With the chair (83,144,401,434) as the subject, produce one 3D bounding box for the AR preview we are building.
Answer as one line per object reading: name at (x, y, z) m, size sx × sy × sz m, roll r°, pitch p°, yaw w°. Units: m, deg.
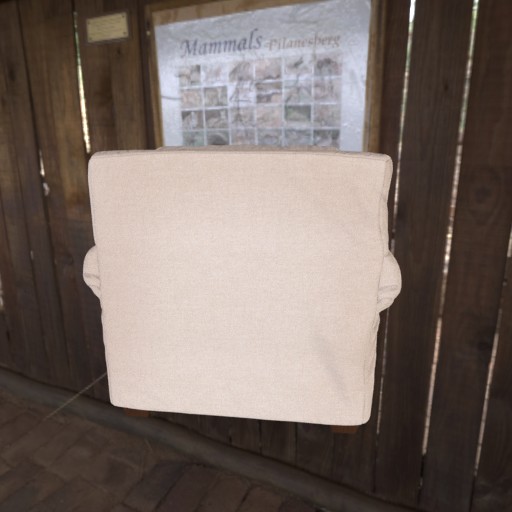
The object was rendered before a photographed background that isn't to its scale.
chair at (0.000, 0.000, 1.749) m, size 0.940 × 0.866 × 1.066 m, roll 2°, pitch 15°, yaw 7°
